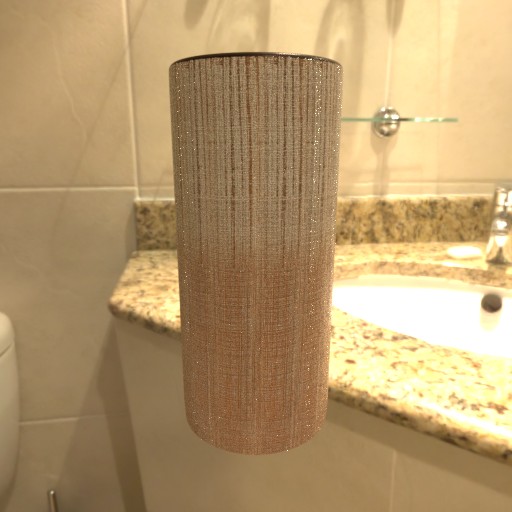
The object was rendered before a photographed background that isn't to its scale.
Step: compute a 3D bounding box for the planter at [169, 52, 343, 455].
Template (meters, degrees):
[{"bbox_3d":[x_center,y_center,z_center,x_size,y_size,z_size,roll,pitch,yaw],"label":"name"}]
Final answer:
[{"bbox_3d":[0.000,0.000,0.287,0.100,0.227,0.100,14,21,42],"label":"planter"}]
